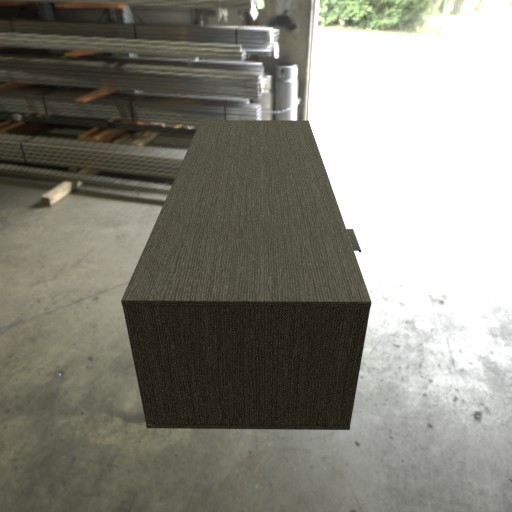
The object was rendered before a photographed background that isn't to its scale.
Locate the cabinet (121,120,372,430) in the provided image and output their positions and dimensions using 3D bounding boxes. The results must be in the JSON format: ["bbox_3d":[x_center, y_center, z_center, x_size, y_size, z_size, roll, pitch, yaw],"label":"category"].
[{"bbox_3d":[0.000,0.000,1.551,0.500,0.599,1.300,0,32,1],"label":"cabinet"}]
